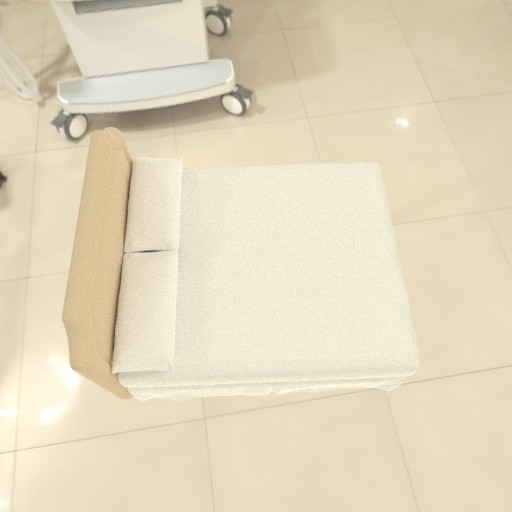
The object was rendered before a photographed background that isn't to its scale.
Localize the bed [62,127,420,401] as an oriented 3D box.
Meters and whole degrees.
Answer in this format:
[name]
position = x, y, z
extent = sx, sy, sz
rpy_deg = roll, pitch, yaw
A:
[bed]
position = 0.000, 0.000, 3.821
extent = 2.548, 1.524, 2.134
rpy_deg = -2, 64, -1
